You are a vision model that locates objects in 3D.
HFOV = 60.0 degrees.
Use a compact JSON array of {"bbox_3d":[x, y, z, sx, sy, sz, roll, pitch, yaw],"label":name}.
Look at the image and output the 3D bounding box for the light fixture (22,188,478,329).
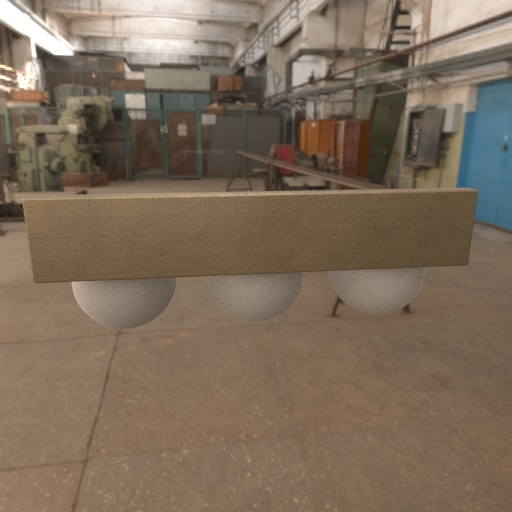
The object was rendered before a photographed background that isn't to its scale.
[{"bbox_3d":[0.000,0.000,0.833,0.721,0.263,0.218,-2,16,-7],"label":"light fixture"}]
